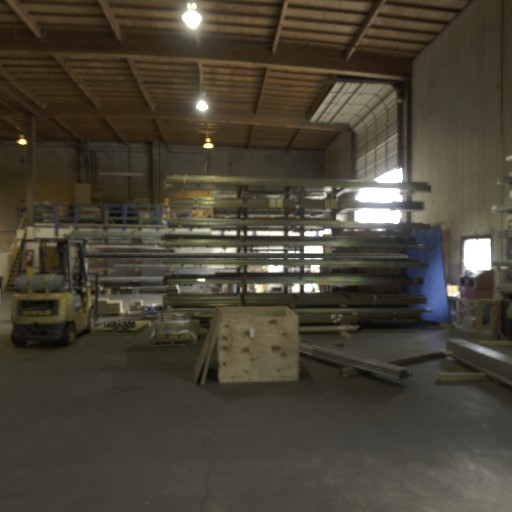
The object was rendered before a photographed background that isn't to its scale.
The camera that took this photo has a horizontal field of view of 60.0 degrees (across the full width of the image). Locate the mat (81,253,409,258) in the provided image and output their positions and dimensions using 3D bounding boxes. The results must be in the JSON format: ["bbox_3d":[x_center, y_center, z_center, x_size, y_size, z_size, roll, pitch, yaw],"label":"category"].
[{"bbox_3d":[0.000,0.000,1.626,1.220,0.016,0.917,0,0,-18],"label":"mat"}]
